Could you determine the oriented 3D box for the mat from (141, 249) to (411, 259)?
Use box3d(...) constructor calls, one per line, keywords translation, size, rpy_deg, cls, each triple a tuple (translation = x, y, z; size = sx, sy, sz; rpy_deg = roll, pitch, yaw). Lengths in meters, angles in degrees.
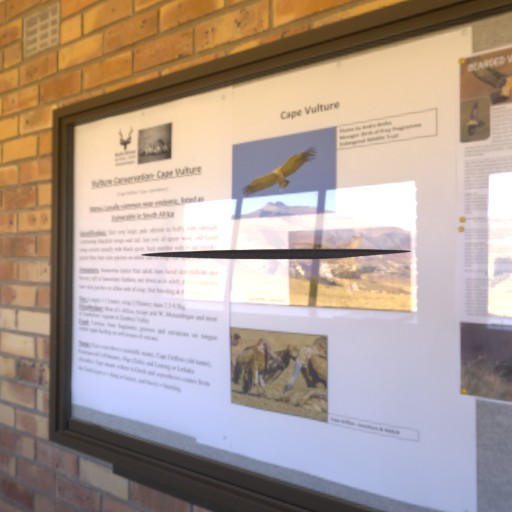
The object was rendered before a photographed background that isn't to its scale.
box3d(translation=(0.000, 0.000, 1.856), size=(0.913, 0.013, 1.524), rpy_deg=(0, -1, 1), cls="mat")
